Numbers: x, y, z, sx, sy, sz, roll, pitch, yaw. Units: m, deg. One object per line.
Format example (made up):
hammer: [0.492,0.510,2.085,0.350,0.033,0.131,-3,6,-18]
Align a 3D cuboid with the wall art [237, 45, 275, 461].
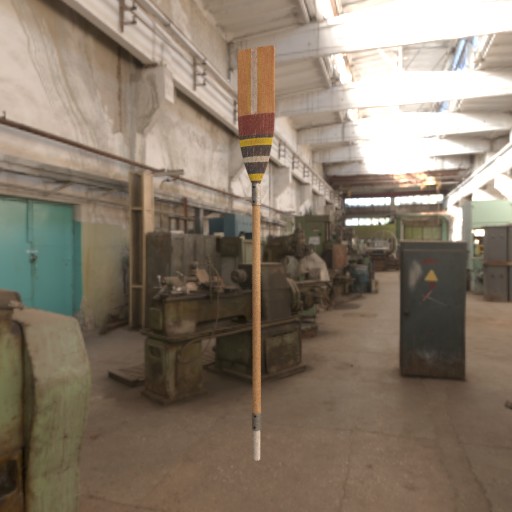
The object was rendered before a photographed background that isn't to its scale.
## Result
wall art: [0.000,0.000,1.677,0.146,1.556,0.038,0,2,19]
